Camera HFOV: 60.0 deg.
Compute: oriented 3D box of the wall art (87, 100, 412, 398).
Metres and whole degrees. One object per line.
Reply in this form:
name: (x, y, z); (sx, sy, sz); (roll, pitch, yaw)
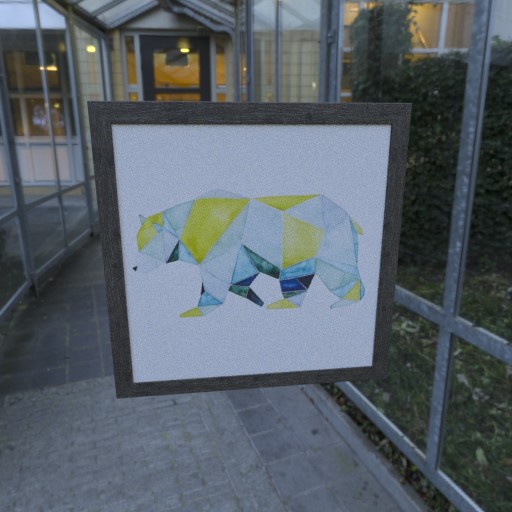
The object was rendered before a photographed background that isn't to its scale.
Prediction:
wall art: (0.000, 0.000, 0.701); (0.462, 0.459, 0.027); (-2, 16, -7)
